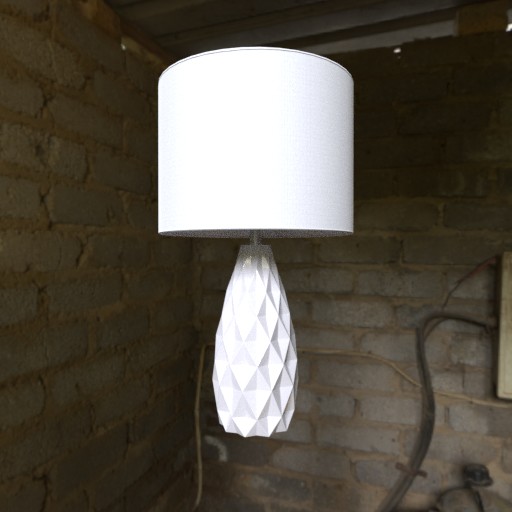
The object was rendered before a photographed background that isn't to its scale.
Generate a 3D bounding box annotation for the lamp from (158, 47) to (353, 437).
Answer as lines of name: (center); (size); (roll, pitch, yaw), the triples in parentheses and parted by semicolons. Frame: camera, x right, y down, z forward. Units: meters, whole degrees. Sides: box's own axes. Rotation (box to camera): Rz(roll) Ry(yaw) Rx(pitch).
lamp: (0.000, 0.000, 0.692); (0.297, 0.522, 0.297); (0, 0, 0)
